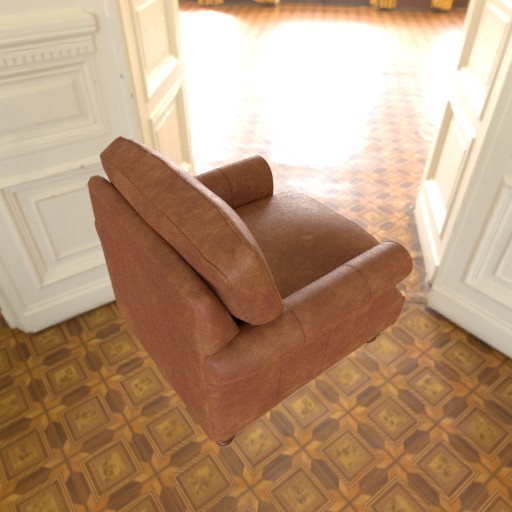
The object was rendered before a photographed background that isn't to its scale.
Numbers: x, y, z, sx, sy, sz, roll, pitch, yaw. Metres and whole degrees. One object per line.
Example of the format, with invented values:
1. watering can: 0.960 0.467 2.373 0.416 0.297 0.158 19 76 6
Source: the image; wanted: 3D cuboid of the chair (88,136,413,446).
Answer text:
1. chair: 0.000 0.000 1.779 0.986 0.962 0.983 -26 47 -27
